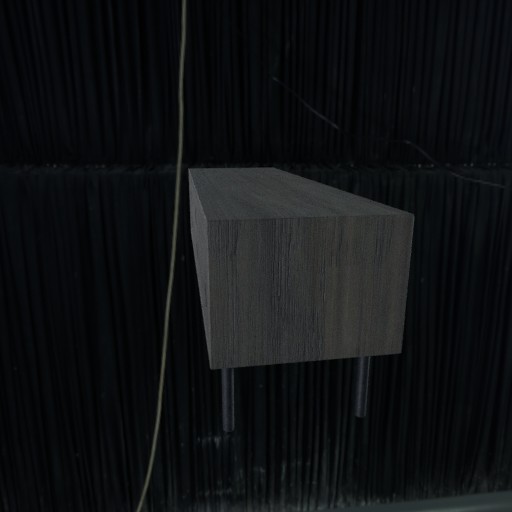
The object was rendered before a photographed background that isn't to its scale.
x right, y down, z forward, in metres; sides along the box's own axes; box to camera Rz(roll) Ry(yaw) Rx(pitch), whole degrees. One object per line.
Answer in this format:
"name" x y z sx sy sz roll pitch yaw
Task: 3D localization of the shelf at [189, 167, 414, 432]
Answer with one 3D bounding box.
"shelf" 0.000 0.000 1.495 0.400 0.495 1.300 -3 15 -9
